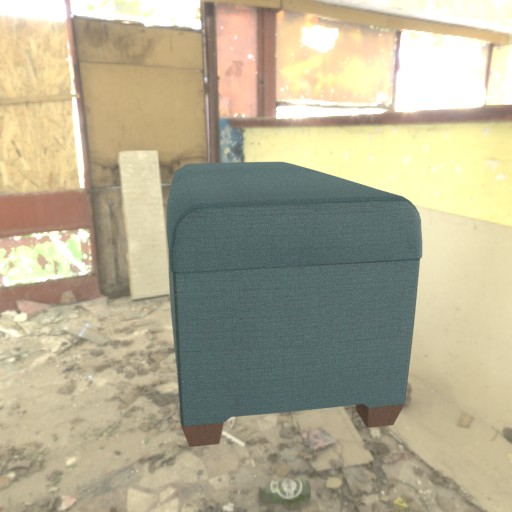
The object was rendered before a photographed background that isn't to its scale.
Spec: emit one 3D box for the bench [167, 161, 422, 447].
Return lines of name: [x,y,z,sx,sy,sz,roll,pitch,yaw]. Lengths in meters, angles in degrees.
bench: [0.000,0.000,1.249,0.476,0.474,0.995,-3,16,-9]
